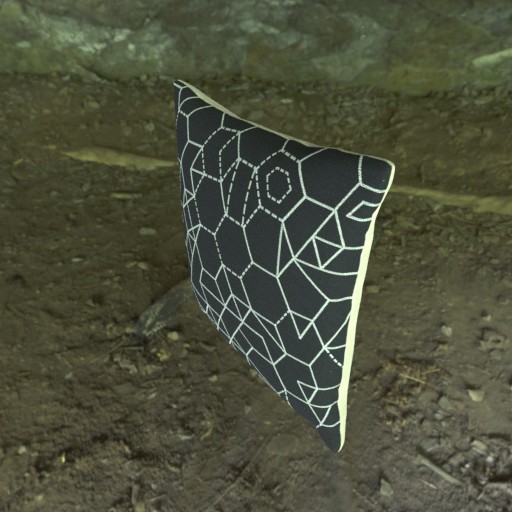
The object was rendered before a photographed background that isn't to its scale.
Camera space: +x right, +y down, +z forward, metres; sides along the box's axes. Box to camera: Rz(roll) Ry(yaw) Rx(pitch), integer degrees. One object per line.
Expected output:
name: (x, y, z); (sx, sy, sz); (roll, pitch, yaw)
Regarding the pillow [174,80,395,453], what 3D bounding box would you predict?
pillow: (0.000, 0.000, 0.782); (0.158, 0.508, 0.517); (-20, 38, -29)
